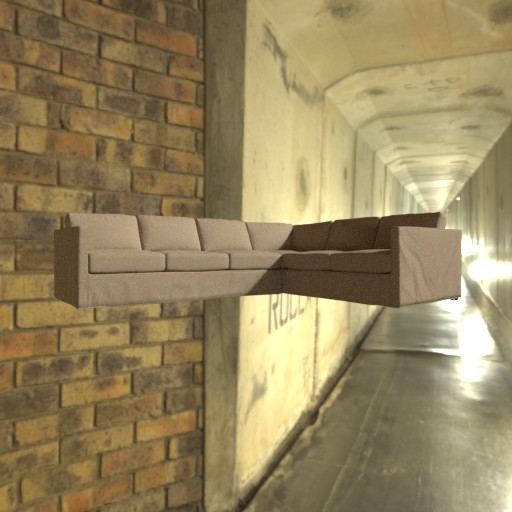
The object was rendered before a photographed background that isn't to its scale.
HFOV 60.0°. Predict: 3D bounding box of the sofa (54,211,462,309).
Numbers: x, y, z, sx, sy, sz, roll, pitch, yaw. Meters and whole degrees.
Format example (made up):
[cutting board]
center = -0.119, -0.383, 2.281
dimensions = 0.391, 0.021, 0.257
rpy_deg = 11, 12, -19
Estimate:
[sofa]
center = 0.000, 0.000, 4.310
dimensions = 3.182, 0.871, 2.432
rpy_deg = 0, 0, -36
